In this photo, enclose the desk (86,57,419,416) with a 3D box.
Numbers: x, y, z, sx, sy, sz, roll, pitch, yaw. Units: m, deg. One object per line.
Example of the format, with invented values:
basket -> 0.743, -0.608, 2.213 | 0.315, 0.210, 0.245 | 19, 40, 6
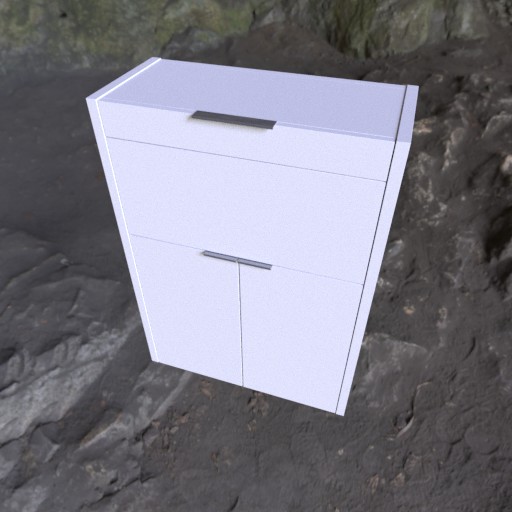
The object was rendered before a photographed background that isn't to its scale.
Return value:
desk -> 0.000, 0.000, 1.614 | 0.850, 1.190, 0.390 | 12, 42, 14
